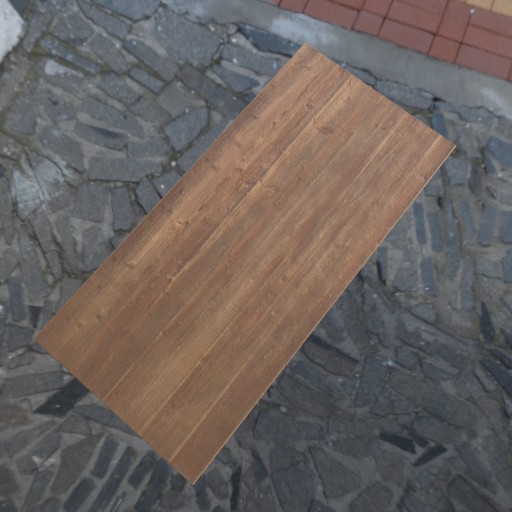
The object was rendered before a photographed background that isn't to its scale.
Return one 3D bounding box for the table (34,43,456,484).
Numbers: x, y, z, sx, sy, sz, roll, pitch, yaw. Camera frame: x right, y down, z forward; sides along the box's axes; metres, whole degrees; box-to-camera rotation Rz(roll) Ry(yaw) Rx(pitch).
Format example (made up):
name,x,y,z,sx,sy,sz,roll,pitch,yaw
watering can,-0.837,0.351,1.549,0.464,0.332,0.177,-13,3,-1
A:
name,x,y,z,sx,sy,sz,roll,pitch,yaw
table,0.000,0.000,2.473,0.952,0.760,2.003,38,79,9
